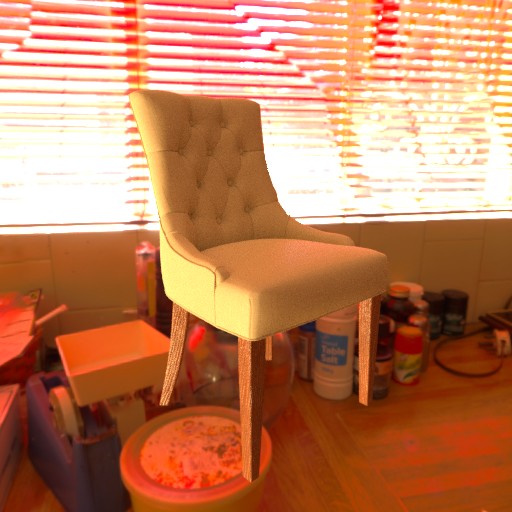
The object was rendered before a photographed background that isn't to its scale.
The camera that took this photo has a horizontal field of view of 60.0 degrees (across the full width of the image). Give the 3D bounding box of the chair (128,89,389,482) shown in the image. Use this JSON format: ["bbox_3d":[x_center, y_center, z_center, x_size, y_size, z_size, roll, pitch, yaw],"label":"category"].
[{"bbox_3d":[0.000,0.000,1.211,0.509,0.874,0.565,-12,18,-41],"label":"chair"}]
